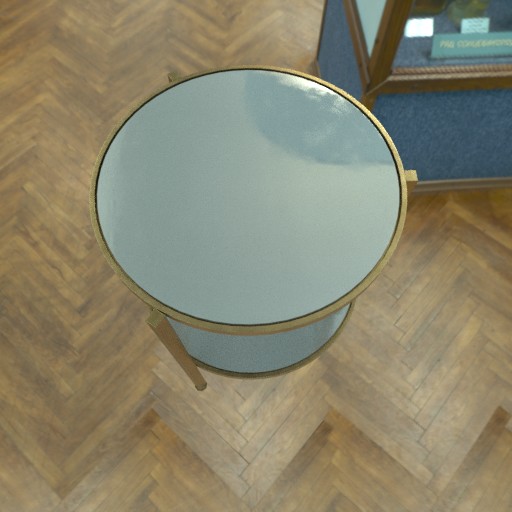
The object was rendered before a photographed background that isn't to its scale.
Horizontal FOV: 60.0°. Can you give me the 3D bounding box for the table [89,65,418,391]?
[{"bbox_3d":[0.000,0.000,0.448,0.243,0.269,0.231,-1,65,0],"label":"table"}]
